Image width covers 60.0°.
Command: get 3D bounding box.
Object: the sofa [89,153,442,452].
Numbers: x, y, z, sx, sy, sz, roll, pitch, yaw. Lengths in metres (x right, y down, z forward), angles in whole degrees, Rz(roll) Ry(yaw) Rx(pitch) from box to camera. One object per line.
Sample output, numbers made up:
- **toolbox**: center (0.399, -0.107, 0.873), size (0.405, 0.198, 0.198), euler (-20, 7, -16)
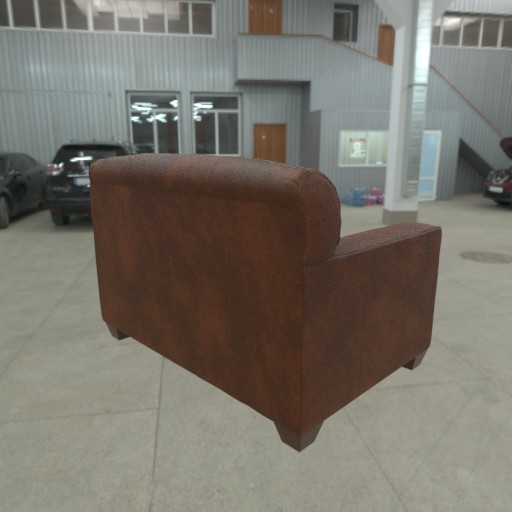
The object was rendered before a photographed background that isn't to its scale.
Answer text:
- **sofa**: center (0.000, 0.000, 2.109), size (1.000, 0.956, 1.413), euler (-13, 19, -43)
